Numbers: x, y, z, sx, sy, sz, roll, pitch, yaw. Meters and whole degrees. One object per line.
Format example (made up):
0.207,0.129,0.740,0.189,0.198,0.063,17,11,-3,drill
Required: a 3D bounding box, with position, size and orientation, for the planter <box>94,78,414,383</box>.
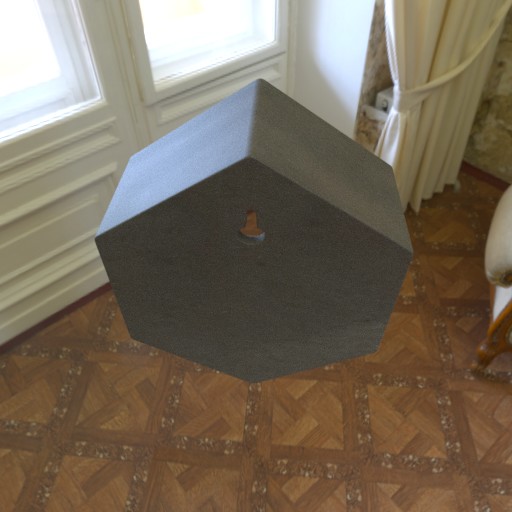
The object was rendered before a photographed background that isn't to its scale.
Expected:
0.000,0.000,0.294,0.169,0.206,0.077,3,47,3,planter
